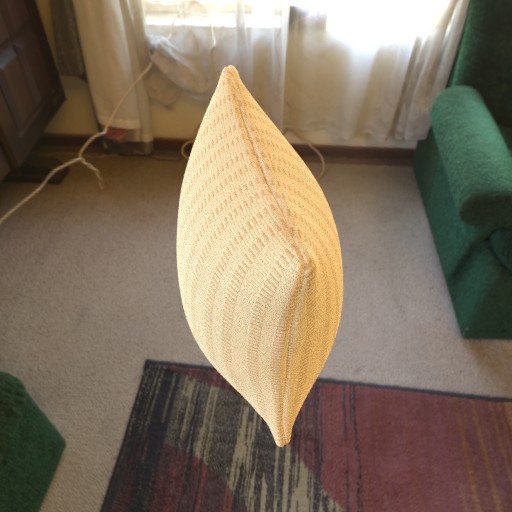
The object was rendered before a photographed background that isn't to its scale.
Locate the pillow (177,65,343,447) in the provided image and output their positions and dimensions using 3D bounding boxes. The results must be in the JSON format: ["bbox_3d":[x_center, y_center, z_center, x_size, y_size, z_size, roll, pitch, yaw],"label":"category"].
[{"bbox_3d":[0.000,0.000,0.687,0.247,0.419,0.438,-9,47,-8],"label":"pillow"}]
